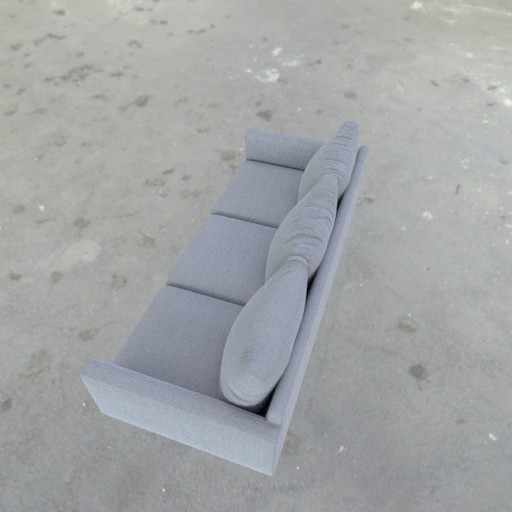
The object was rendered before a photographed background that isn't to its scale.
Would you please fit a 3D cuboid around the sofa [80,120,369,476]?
[{"bbox_3d":[0.000,0.000,2.434,0.850,0.830,2.000,14,48,13],"label":"sofa"}]
